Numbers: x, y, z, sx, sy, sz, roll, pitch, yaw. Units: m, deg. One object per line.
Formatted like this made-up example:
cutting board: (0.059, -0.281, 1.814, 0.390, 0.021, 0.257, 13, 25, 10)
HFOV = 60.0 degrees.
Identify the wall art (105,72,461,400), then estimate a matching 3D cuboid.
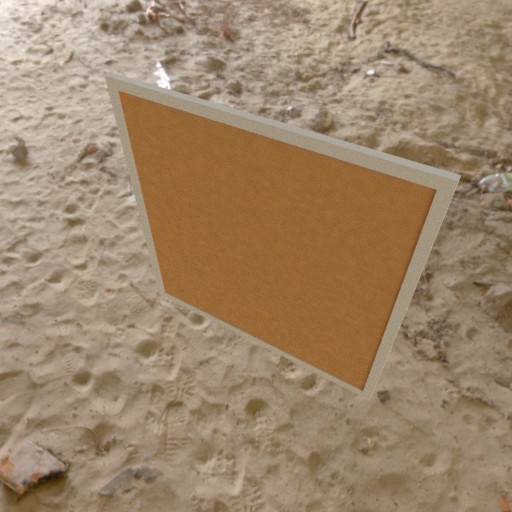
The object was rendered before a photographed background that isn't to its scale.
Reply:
wall art: (0.000, 0.000, 0.674, 0.457, 0.457, 0.012, 23, 50, 21)
